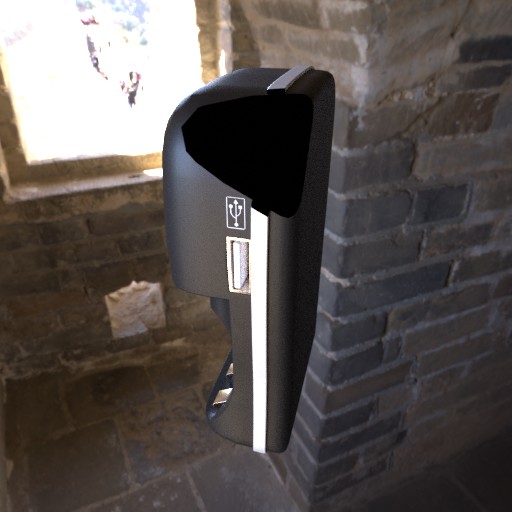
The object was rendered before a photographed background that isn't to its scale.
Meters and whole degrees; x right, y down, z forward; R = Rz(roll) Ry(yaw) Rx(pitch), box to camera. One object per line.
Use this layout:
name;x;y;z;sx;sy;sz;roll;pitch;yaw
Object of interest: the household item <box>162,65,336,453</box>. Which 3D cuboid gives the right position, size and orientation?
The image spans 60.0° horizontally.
household item;0.000;0.000;0.147;0.038;0.114;0.070;8;31;13
